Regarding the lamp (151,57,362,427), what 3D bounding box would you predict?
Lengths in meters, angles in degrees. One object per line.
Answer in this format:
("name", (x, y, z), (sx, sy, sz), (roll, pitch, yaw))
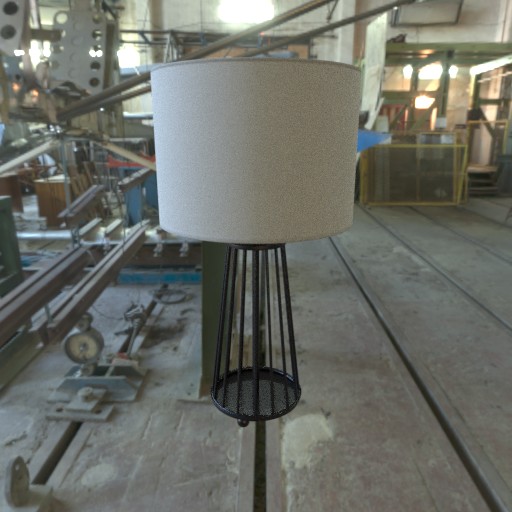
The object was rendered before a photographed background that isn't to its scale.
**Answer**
("lamp", (0.000, 0.000, 0.773), (0.322, 0.593, 0.322), (-15, 22, -42))
